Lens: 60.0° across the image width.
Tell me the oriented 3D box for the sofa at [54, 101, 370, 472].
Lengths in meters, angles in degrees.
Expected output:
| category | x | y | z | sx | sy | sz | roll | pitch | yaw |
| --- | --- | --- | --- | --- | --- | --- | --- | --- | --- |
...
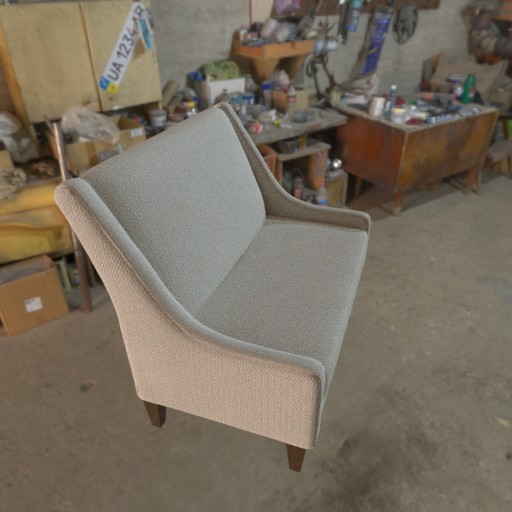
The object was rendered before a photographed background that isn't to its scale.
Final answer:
| category | x | y | z | sx | sy | sz | roll | pitch | yaw |
| --- | --- | --- | --- | --- | --- | --- | --- | --- | --- |
| sofa | 0.000 | 0.000 | 1.923 | 0.870 | 1.022 | 1.242 | 10 | 32 | 17 |
